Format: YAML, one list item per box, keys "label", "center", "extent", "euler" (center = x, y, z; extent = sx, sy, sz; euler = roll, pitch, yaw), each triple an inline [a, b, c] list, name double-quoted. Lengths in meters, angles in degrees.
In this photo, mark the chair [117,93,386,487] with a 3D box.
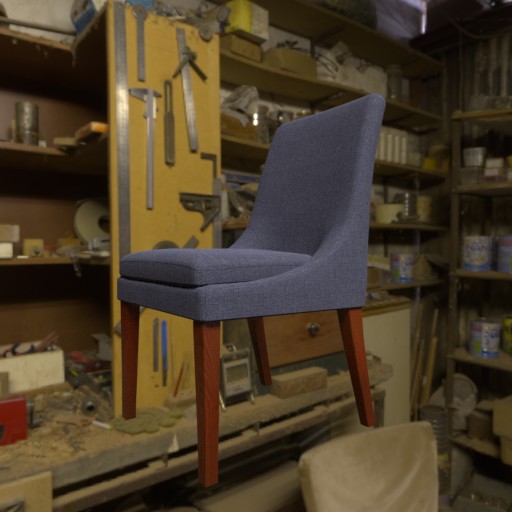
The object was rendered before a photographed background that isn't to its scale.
- label: "chair"
  center: [0.000, 0.000, 1.293]
  extent: [0.655, 0.952, 0.508]
  euler: [-1, 1, -37]
